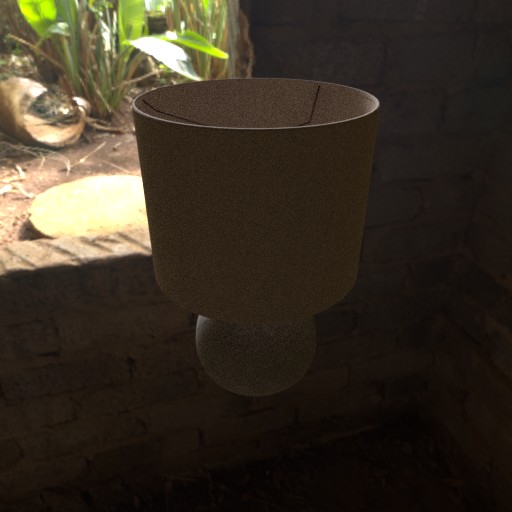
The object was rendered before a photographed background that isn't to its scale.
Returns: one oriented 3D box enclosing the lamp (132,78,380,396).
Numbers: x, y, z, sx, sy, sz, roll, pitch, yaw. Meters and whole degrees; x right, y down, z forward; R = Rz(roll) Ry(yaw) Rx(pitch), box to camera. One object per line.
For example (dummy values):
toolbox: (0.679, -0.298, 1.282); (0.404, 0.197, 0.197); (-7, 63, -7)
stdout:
lamp: (0.000, 0.000, 0.596); (0.269, 0.409, 0.269); (22, 37, 33)
